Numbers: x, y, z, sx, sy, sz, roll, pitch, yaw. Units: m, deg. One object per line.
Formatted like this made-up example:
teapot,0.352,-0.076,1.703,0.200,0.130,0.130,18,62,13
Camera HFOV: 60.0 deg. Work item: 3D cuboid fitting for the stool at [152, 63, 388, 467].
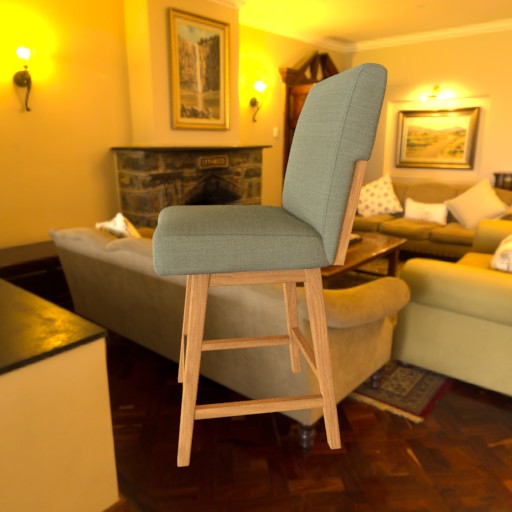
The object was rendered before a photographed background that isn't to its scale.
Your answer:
stool,0.000,0.000,1.304,0.570,1.019,0.459,-2,15,-9
